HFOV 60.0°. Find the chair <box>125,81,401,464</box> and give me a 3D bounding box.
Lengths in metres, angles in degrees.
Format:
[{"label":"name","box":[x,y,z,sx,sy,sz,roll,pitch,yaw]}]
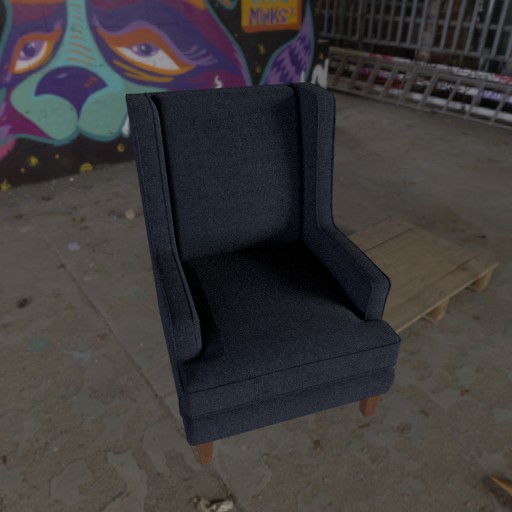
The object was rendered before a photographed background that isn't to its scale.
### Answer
[{"label":"chair","box":[0.000,0.000,1.694,0.764,1.072,0.947,-10,33,-15]}]
